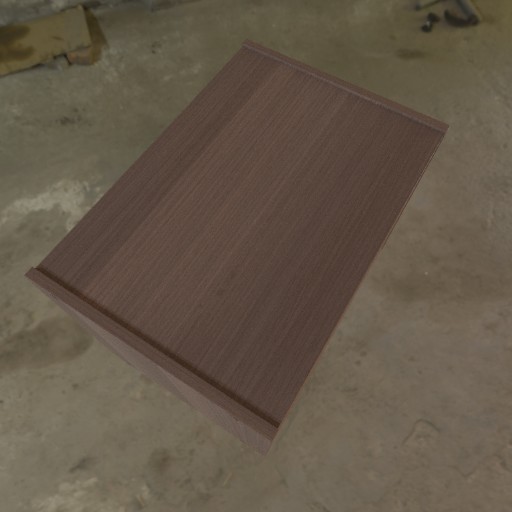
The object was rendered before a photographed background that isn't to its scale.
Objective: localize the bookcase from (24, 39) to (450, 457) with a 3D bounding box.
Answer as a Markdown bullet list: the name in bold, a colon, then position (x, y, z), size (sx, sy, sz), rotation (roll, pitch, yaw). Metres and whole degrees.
- **bookcase**: position (0.000, 0.000, 0.624), size (0.290, 0.305, 0.415), rotation (29, 67, 14)
